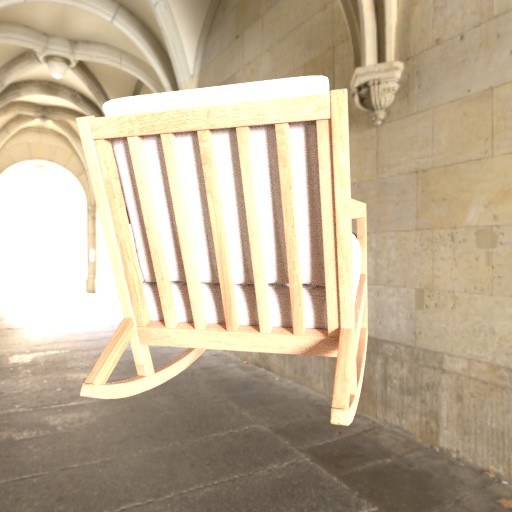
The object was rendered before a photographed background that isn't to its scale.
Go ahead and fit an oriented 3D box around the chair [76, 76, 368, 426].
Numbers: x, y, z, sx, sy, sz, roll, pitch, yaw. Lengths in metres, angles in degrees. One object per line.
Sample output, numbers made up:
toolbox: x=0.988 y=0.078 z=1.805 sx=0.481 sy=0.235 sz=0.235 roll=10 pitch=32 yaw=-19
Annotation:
chair: x=0.000 y=0.000 z=1.356 sx=0.622 sy=0.790 sz=0.857 roll=0 pitch=0 yaw=17
